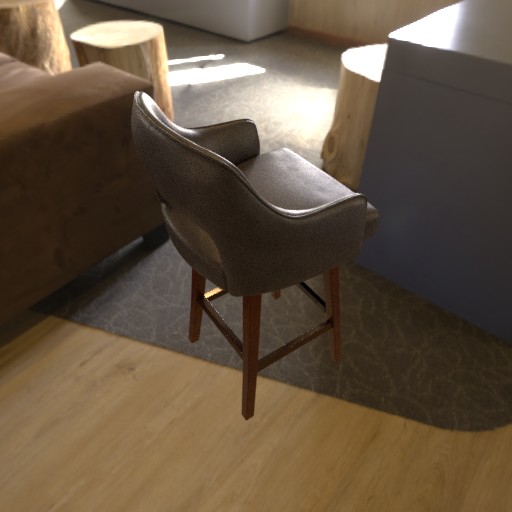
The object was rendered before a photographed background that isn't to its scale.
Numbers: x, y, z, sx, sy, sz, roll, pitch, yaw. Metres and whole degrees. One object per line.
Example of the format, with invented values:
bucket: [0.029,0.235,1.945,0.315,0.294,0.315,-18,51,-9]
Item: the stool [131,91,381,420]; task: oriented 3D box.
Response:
stool: [0.000,0.000,1.387,0.560,1.041,0.550,-25,48,-25]
